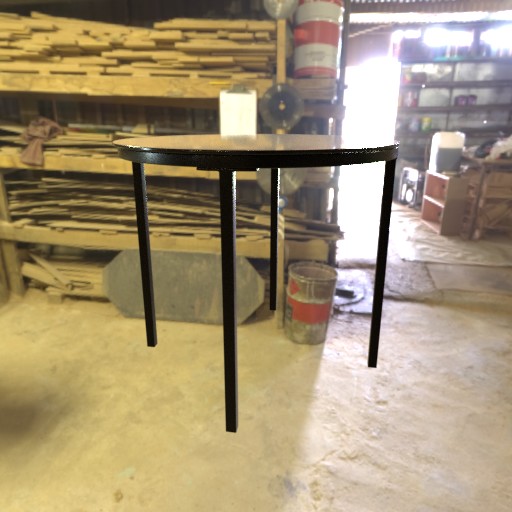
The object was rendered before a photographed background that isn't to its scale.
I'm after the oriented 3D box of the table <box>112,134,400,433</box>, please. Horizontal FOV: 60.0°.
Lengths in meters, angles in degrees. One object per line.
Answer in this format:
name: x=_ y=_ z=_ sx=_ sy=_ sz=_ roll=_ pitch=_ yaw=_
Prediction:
table: x=0.000 y=0.000 z=0.872 sx=0.499 sy=0.443 sz=0.499 roll=0 pitch=18 yaw=0
